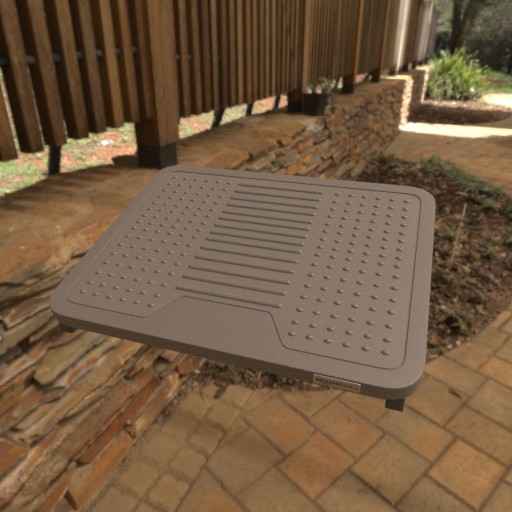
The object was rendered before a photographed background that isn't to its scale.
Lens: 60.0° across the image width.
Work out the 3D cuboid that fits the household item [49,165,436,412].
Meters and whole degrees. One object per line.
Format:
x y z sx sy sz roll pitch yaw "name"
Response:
0.000 0.000 0.530 0.390 0.126 0.301 9 27 17 "household item"
